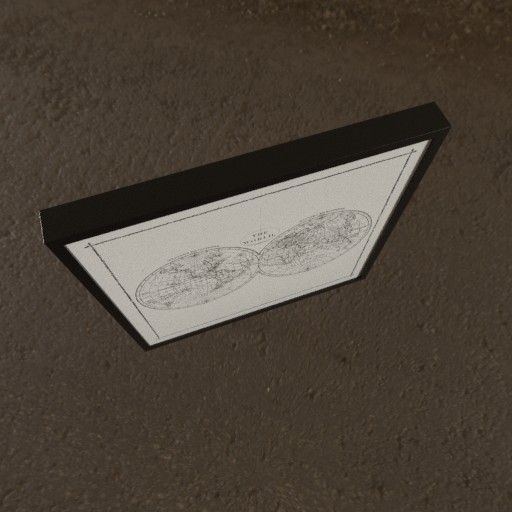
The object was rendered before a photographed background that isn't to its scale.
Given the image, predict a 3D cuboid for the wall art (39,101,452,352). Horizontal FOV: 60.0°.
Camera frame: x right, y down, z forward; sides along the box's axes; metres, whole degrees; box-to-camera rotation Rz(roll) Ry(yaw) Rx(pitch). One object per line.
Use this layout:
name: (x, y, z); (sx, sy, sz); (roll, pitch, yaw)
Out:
wall art: (0.000, 0.000, 0.485); (0.327, 0.318, 0.029); (-17, 65, -8)
